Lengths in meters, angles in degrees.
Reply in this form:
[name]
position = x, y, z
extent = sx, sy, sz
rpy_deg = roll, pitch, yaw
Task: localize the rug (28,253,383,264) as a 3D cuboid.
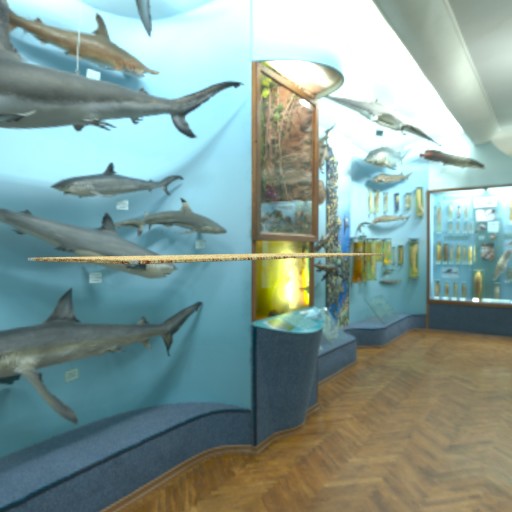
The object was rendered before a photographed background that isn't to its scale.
[rug]
position = 0.000, 0.000, 2.500
extent = 0.680, 0.014, 2.237
rpy_deg = 1, 1, 35
